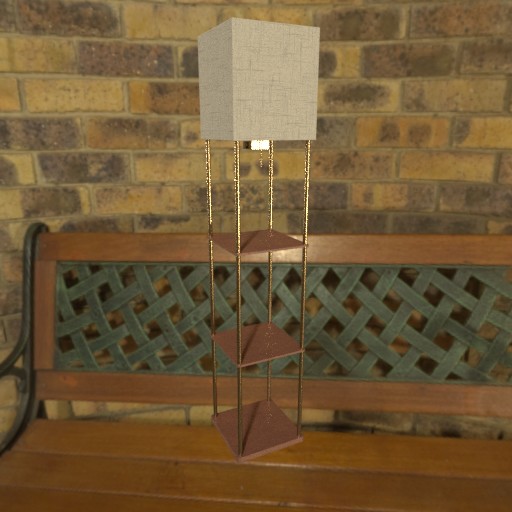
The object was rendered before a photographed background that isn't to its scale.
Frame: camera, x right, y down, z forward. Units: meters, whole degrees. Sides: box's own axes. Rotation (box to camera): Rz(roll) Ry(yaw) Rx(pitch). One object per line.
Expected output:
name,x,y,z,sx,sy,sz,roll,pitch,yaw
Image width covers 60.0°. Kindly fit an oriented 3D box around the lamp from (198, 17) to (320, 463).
lamp,0.000,0.000,1.710,0.308,1.569,0.310,-8,18,-25
